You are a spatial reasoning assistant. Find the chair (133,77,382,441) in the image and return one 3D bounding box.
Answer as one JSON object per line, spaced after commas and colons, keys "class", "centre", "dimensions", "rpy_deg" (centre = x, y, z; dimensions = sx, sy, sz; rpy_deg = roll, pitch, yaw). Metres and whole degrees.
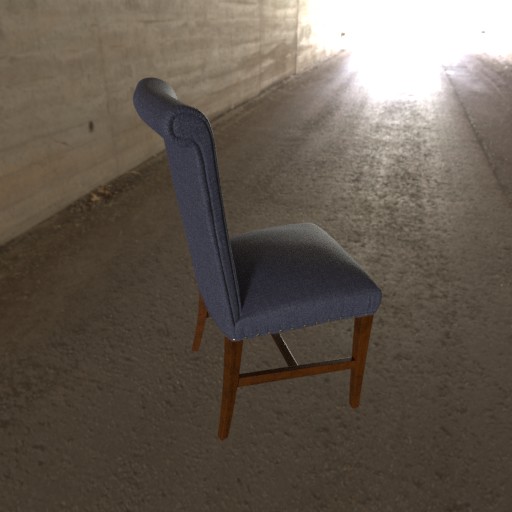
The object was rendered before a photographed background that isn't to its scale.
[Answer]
{"class": "chair", "centre": [0.000, 0.000, 1.356], "dimensions": [0.608, 0.988, 0.513], "rpy_deg": [-9, 30, -16]}
